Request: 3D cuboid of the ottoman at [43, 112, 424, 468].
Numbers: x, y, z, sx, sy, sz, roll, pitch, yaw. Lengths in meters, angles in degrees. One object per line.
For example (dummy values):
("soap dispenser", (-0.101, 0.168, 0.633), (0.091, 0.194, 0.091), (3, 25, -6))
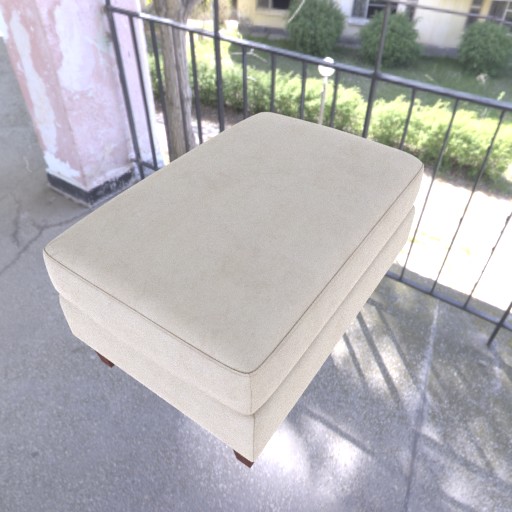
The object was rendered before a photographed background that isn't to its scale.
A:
("ottoman", (0.000, 0.000, 1.198), (0.584, 0.483, 0.864), (25, 48, 25))
